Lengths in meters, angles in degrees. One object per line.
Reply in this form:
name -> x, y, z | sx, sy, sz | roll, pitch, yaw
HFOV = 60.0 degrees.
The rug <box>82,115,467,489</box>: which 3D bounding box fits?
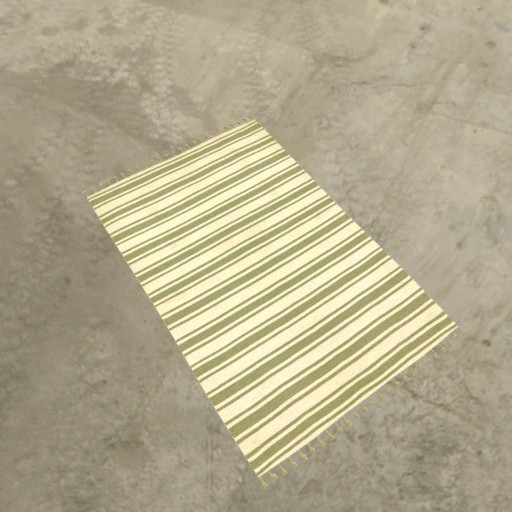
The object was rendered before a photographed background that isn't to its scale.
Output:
rug -> 0.000, 0.000, 3.048 | 1.540, 0.018, 2.435 | -30, 63, -17
